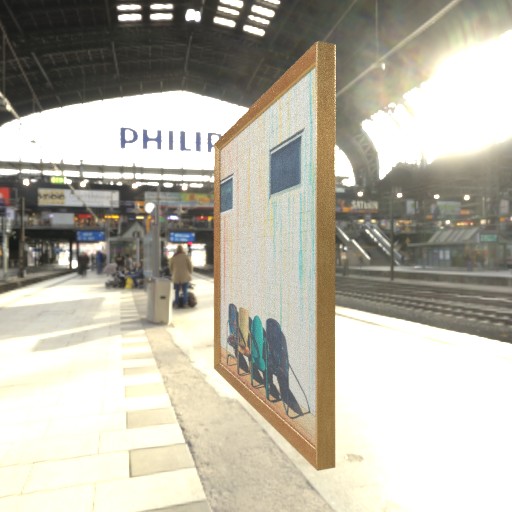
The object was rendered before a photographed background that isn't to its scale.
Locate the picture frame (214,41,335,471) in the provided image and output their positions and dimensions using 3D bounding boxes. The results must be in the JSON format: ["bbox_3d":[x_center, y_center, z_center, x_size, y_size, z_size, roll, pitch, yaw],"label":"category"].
[{"bbox_3d":[0.000,0.000,1.148,0.037,0.761,0.758,0,0,-19],"label":"picture frame"}]
